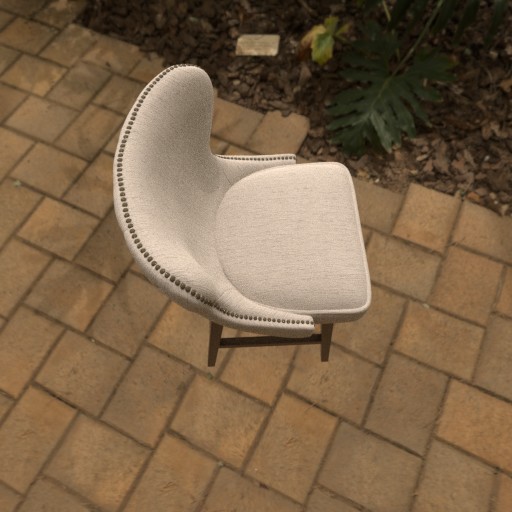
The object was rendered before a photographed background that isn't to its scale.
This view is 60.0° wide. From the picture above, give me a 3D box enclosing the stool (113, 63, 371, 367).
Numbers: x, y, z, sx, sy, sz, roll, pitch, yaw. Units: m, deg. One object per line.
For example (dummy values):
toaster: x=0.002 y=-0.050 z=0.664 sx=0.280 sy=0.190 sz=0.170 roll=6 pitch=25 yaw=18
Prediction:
stool: x=0.000 y=0.000 z=1.344 sx=0.597 sy=0.972 sz=0.615 roll=-3 pitch=64 yaw=-1
